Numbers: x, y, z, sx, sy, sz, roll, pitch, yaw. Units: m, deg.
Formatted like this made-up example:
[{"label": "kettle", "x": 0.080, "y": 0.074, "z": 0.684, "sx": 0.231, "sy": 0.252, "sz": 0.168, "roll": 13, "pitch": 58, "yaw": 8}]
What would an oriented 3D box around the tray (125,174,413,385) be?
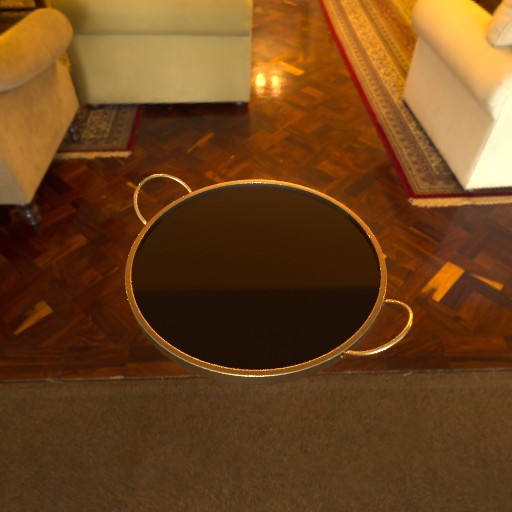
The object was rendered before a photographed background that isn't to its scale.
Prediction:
[{"label": "tray", "x": 0.000, "y": 0.000, "z": 0.752, "sx": 0.543, "sy": 0.069, "sz": 0.438, "roll": 31, "pitch": 54, "yaw": 25}]
